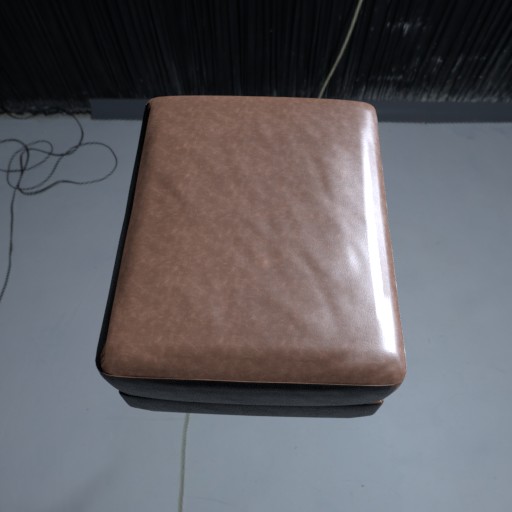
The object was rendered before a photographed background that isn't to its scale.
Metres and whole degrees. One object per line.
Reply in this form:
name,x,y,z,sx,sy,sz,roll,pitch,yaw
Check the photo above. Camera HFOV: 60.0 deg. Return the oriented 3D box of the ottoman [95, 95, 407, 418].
ottoman,0.000,0.000,1.135,0.603,0.476,0.751,2,63,1
